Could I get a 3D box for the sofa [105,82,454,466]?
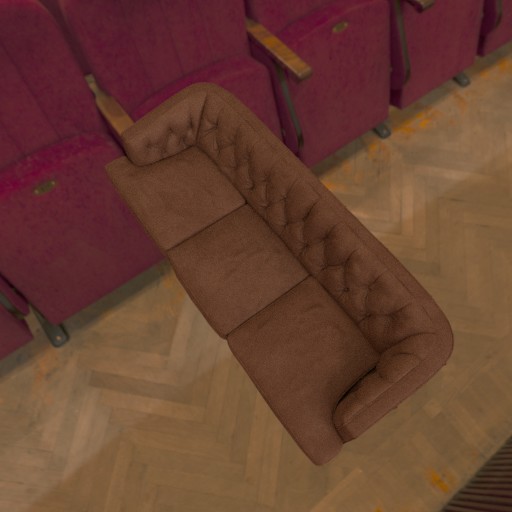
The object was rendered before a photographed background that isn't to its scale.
[{"bbox_3d":[0.000,0.000,2.662,0.927,0.787,2.227,-33,68,-16],"label":"sofa"}]
